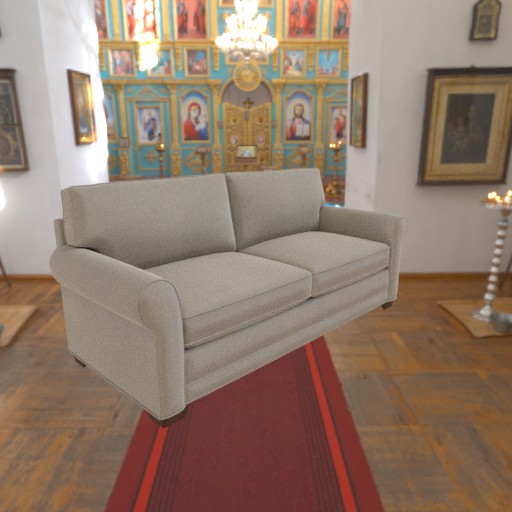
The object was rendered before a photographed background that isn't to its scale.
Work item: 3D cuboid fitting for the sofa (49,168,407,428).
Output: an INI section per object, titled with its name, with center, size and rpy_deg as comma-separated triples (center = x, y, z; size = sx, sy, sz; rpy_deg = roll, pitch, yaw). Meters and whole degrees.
[sofa]
center = 0.000, 0.000, 2.669
size = 0.901, 0.962, 2.146
rpy_deg = 14, 20, 42
